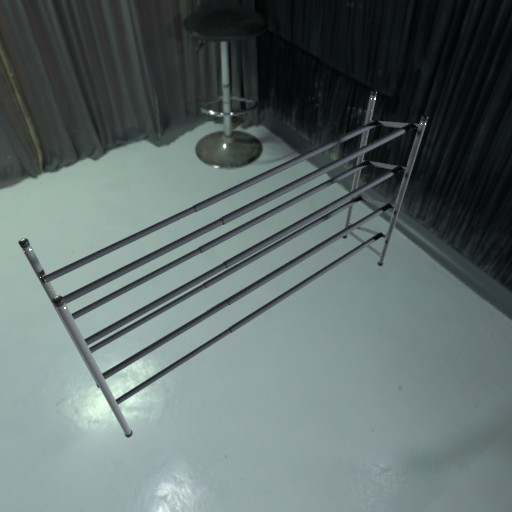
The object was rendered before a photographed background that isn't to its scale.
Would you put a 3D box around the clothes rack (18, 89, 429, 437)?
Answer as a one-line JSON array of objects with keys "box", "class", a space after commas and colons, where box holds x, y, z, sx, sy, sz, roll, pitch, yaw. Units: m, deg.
[{"box": [0.000, 0.000, 1.409, 1.168, 0.672, 0.229, -29, 53, -25], "class": "clothes rack"}]
